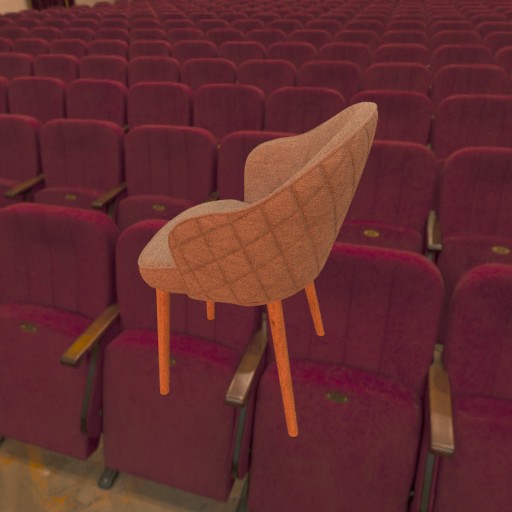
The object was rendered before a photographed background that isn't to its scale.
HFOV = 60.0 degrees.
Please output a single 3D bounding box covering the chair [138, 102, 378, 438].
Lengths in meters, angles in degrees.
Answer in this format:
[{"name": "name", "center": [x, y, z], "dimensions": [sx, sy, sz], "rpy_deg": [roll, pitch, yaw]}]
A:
[{"name": "chair", "center": [0.000, 0.000, 1.182], "dimensions": [0.530, 0.800, 0.540], "rpy_deg": [9, 32, 15]}]
